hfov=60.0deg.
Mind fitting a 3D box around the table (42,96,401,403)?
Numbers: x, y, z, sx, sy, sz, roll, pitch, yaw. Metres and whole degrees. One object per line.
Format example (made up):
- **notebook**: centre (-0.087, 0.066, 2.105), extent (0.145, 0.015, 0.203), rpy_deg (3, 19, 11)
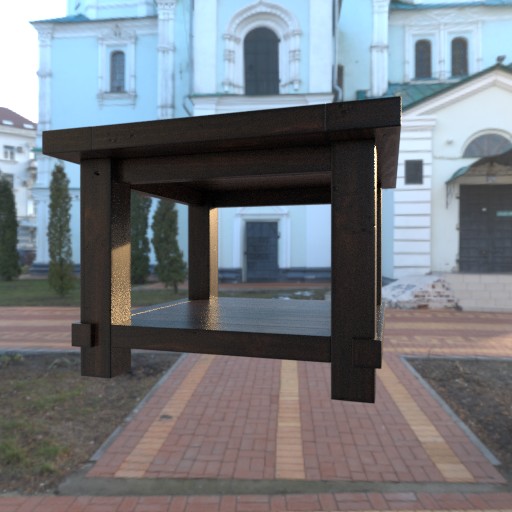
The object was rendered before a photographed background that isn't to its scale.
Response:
- **table**: centre (0.000, 0.000, 0.973), extent (0.593, 0.437, 0.606), rpy_deg (0, 0, 17)
